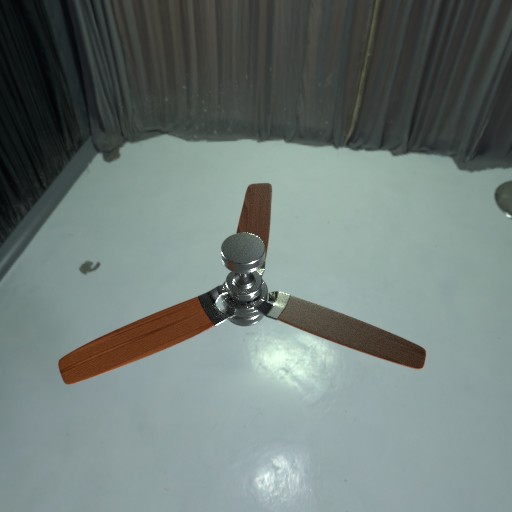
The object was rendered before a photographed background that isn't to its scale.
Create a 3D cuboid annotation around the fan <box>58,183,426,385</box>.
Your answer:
[{"bbox_3d":[0.000,0.000,1.975,1.416,0.410,1.271,4,47,4],"label":"fan"}]
